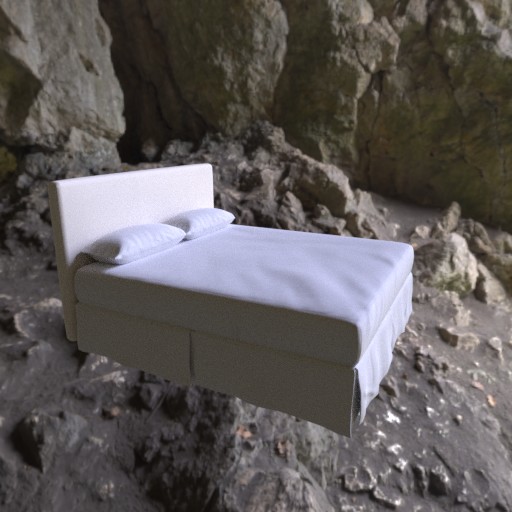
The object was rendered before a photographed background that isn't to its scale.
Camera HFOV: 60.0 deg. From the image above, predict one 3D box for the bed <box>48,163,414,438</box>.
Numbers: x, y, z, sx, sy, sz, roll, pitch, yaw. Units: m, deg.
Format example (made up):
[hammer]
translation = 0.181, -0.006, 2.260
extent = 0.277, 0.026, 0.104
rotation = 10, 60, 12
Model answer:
[bed]
translation = 0.000, 0.000, 3.656
extent = 2.341, 1.317, 2.119
rotation = 8, 18, 26
